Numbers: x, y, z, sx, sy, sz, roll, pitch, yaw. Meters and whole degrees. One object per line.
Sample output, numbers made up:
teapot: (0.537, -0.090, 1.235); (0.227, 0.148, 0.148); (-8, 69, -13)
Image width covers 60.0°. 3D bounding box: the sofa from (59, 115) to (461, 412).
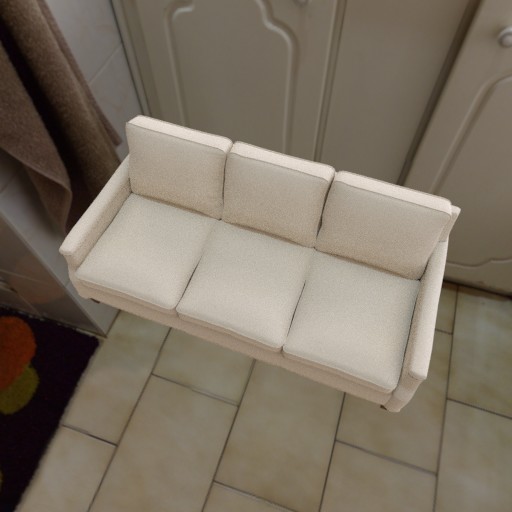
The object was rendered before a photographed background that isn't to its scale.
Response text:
sofa: (0.000, 0.000, 2.828); (2.246, 1.003, 1.084); (18, 60, 11)
